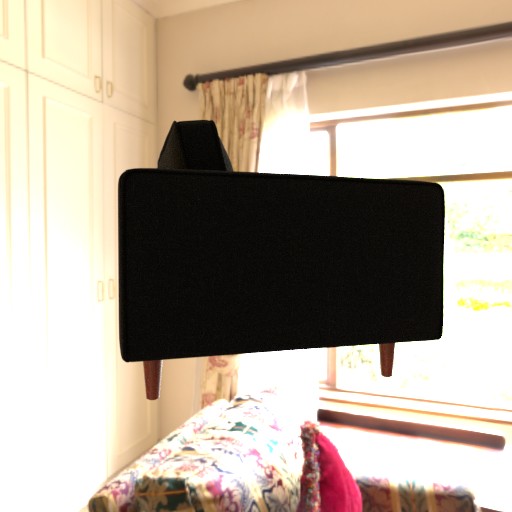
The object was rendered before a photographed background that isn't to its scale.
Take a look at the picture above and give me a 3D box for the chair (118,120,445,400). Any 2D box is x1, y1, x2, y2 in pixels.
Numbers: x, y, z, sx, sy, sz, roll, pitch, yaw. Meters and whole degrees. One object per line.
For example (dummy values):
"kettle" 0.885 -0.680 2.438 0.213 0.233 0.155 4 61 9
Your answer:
"chair" 0.000 0.000 1.568 0.920 0.770 0.899 0 2 -16
